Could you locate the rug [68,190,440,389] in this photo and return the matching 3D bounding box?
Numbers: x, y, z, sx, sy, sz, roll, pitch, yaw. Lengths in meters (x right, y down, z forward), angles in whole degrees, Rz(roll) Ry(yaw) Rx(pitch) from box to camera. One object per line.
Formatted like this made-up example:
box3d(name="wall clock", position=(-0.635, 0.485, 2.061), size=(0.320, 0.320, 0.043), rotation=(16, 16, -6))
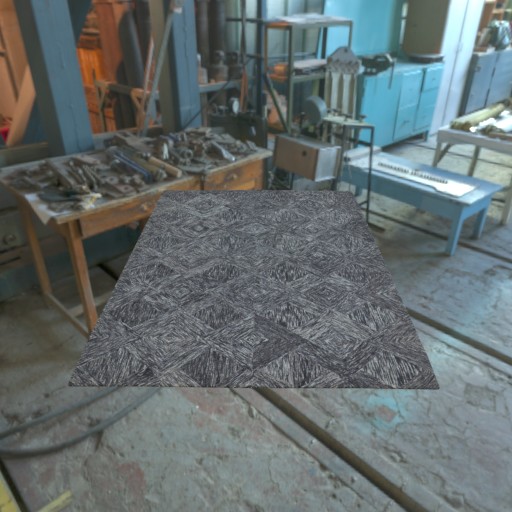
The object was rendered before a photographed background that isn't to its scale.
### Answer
box3d(name="rug", position=(0.000, 0.000, 5.270), size=(2.997, 0.020, 4.093), rotation=(0, 31, 1))
